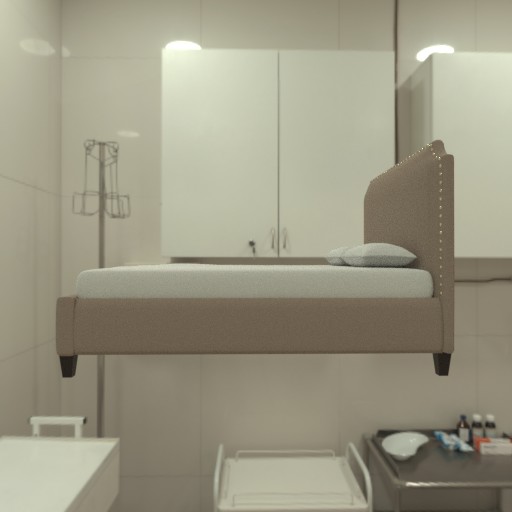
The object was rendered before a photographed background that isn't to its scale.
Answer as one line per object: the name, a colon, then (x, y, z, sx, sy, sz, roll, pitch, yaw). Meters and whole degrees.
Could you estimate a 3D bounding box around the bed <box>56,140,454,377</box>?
bed: (0.000, 0.000, 3.438, 2.372, 1.443, 1.713, 0, 0, -1)
